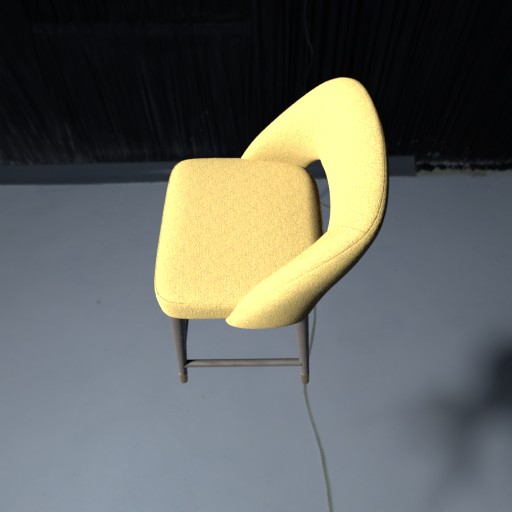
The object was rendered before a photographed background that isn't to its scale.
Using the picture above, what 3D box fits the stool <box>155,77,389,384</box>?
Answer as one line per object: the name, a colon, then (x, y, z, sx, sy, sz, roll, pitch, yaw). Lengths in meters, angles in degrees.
stool: (0.000, 0.000, 1.266, 0.522, 0.939, 0.536, 0, 58, 0)
